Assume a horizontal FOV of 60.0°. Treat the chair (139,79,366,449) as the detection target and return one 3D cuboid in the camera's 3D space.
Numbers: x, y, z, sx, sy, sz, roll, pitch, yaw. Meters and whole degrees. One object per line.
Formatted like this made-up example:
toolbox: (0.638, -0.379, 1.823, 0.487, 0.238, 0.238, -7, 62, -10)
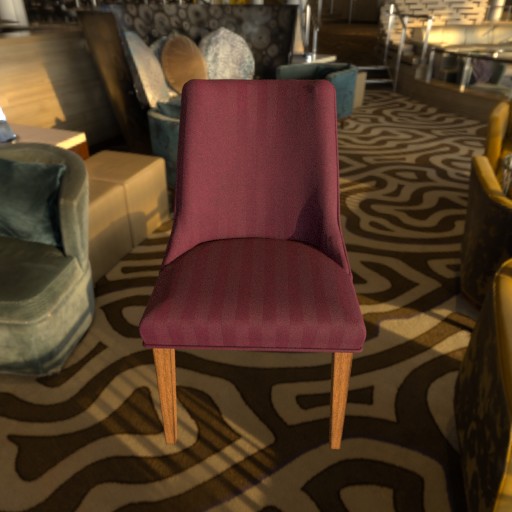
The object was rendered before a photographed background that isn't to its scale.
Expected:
chair: (0.000, 0.000, 1.312, 0.548, 0.916, 0.638, 1, 31, 2)
